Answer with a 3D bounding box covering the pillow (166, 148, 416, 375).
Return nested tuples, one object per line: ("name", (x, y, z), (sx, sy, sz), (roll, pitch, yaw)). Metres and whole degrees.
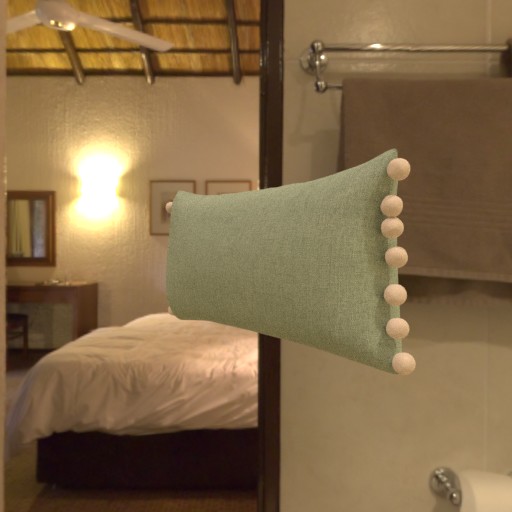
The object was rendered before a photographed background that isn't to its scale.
("pillow", (0.000, 0.000, 0.856), (0.201, 0.322, 0.709), (0, 1, -36))
